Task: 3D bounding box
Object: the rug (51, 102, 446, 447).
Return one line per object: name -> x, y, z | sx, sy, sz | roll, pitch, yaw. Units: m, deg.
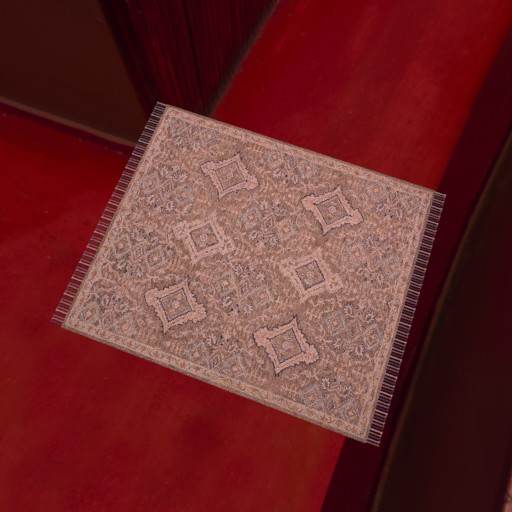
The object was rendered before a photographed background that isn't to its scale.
rug -> 0.000, 0.000, 4.152 | 3.056, 0.010, 2.437 | 19, 75, 5
